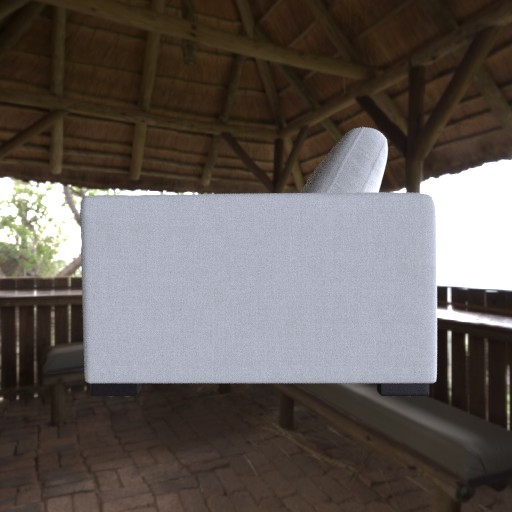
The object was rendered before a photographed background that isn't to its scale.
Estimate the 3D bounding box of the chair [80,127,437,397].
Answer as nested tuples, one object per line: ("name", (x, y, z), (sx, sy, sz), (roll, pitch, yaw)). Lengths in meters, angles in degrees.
("chair", (0.000, 0.000, 1.868), (1.100, 0.876, 1.070), (0, 0, 0))
